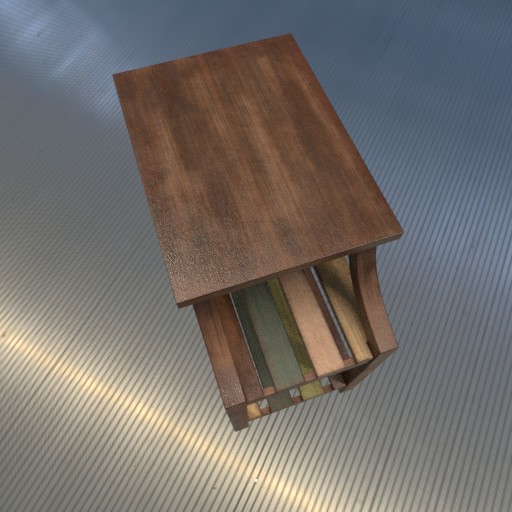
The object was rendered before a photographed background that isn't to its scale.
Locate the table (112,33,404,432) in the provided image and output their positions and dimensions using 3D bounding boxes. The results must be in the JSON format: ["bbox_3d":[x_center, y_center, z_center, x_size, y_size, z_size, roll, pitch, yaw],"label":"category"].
[{"bbox_3d":[0.000,0.000,0.979,0.356,0.584,0.609,-17,64,-8],"label":"table"}]
